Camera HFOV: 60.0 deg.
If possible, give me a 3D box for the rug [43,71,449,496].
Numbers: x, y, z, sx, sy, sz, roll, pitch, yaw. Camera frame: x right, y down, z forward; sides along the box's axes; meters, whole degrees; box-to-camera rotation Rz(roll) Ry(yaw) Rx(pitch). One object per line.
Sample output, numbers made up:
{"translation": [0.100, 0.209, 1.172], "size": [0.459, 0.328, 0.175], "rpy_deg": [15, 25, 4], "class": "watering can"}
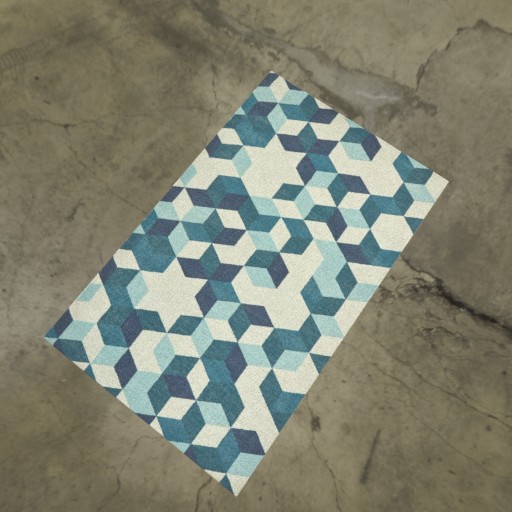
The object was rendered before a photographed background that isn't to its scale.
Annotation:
{"translation": [0.000, 0.000, 2.921], "size": [1.518, 0.015, 2.438], "rpy_deg": [35, 77, 9], "class": "rug"}
